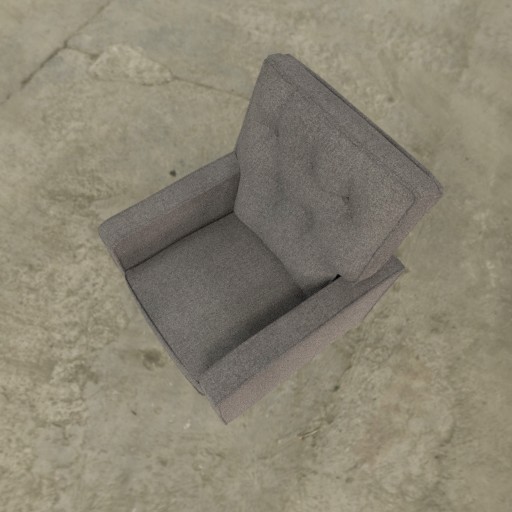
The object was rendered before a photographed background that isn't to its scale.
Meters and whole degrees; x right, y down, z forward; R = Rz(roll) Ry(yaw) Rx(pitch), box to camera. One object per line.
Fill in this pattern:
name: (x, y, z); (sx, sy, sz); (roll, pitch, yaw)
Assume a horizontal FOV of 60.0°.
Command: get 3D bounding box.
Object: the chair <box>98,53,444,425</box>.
chair: (0.000, 0.000, 1.396); (0.775, 0.889, 0.650); (-34, 68, -16)
